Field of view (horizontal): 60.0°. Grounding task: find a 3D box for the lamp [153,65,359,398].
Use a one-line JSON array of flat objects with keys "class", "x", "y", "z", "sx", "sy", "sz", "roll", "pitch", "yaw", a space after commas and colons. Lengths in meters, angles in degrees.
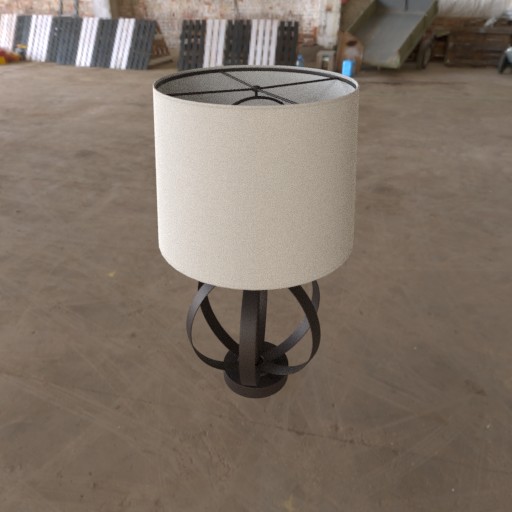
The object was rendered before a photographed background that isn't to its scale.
[{"class": "lamp", "x": 0.000, "y": 0.000, "z": 0.685, "sx": 0.286, "sy": 0.510, "sz": 0.286, "roll": 0, "pitch": 32, "yaw": 0}]
